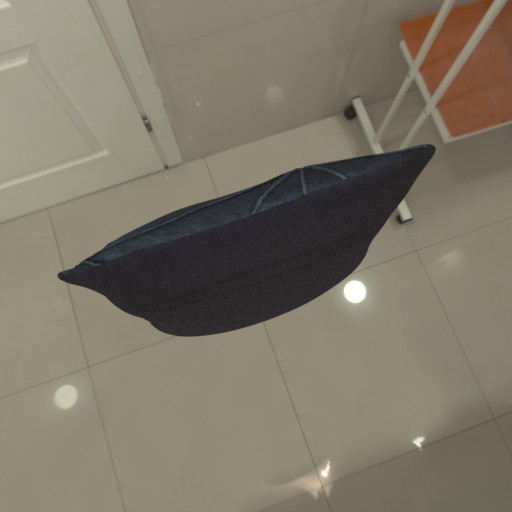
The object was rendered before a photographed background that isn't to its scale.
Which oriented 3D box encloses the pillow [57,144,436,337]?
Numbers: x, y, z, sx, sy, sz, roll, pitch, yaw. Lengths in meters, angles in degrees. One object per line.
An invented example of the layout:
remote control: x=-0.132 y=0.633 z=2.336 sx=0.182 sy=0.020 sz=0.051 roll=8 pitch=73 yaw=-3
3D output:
pillow: x=0.000 y=0.000 z=0.679 sx=0.439 sy=0.440 sz=0.183 roll=-19 pitch=76 yaw=-5
